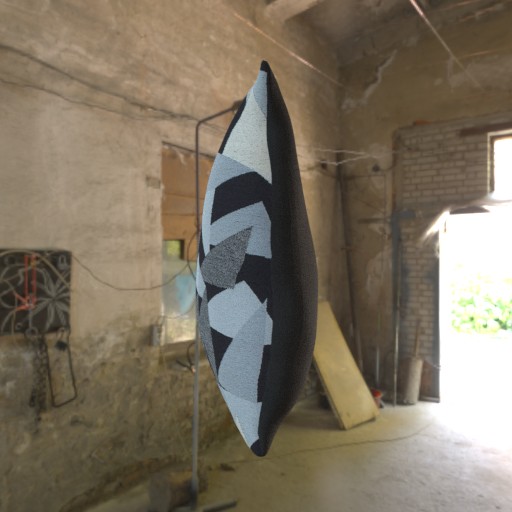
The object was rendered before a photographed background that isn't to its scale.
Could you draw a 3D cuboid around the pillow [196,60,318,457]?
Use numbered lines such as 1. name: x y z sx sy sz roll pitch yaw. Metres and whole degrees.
1. pillow: 0.000 0.000 0.788 0.208 0.496 0.503 0 0 0
